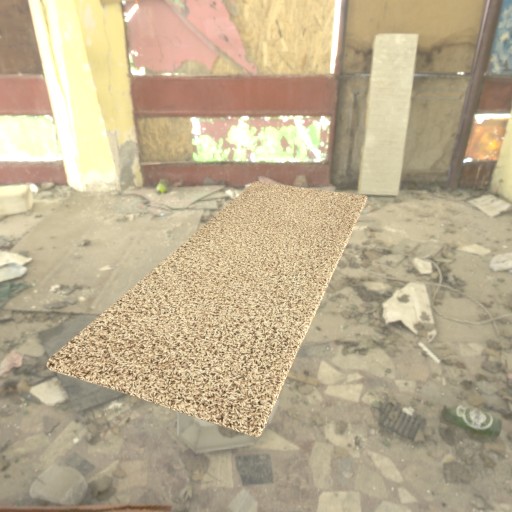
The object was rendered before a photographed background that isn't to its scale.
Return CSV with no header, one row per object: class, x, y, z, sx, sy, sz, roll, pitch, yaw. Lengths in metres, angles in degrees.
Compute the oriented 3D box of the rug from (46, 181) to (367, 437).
rug,0.000,0.000,1.695,0.609,0.030,1.524,11,31,18
